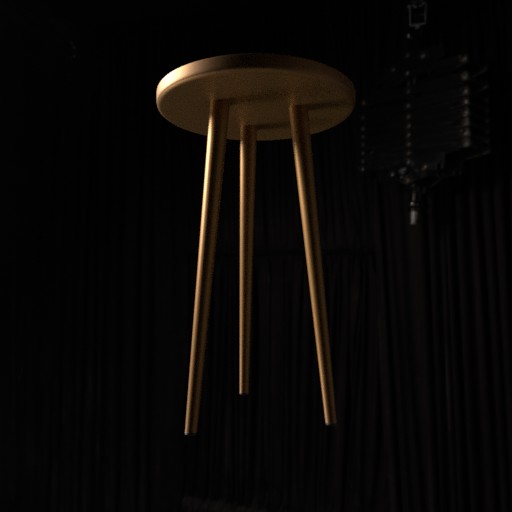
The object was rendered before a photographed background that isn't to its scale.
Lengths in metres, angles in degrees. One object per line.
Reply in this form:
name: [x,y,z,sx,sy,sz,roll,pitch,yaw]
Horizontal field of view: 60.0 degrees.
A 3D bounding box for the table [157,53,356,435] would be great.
table: [0.000,0.000,0.676,0.299,0.480,0.299,-1,-2,17]
